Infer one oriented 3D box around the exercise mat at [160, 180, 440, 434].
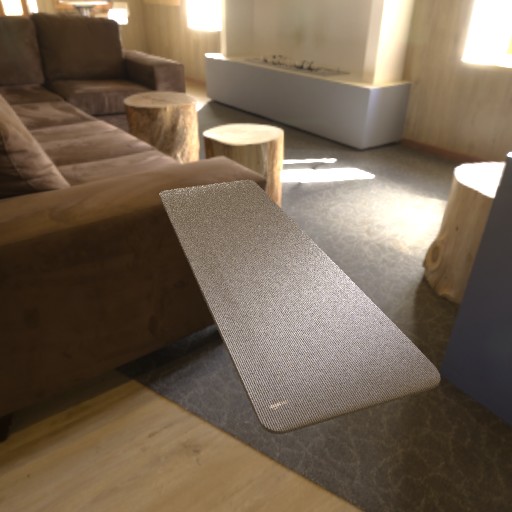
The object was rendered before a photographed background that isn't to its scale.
[{"bbox_3d":[0.000,0.000,2.076,0.616,0.021,1.884,-10,32,-17],"label":"exercise mat"}]
